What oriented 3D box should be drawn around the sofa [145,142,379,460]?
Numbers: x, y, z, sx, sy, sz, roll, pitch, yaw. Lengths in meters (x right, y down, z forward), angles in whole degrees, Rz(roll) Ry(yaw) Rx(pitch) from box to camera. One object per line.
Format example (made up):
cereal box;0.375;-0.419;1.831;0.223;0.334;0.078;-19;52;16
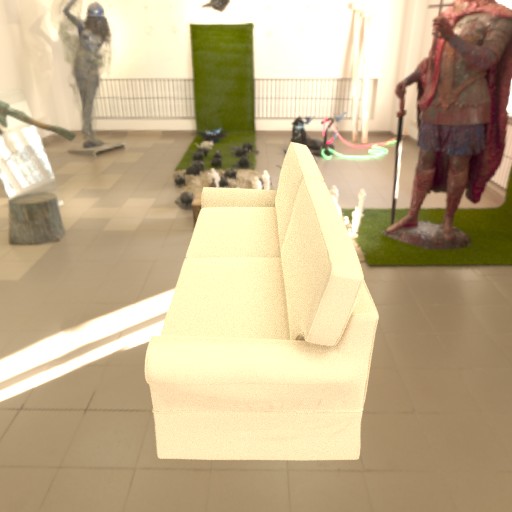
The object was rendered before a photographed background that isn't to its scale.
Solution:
sofa;0.000;0.000;2.495;0.862;0.937;2.021;0;26;0
